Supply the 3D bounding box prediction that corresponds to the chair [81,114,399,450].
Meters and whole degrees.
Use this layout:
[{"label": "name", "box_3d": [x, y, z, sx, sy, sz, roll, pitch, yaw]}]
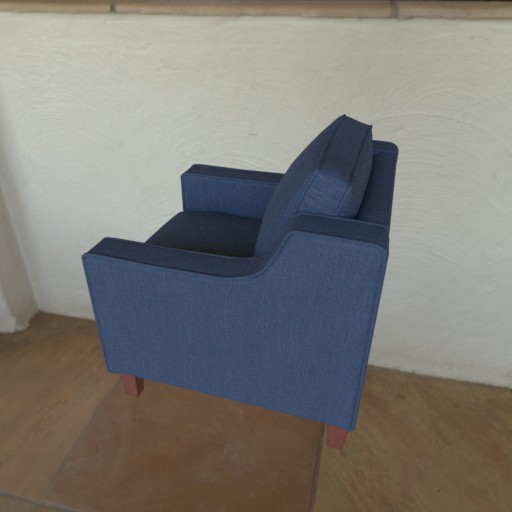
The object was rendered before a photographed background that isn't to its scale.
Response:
[{"label": "chair", "box_3d": [0.000, 0.000, 1.666, 0.909, 0.960, 0.831, 9, 33, 14]}]
